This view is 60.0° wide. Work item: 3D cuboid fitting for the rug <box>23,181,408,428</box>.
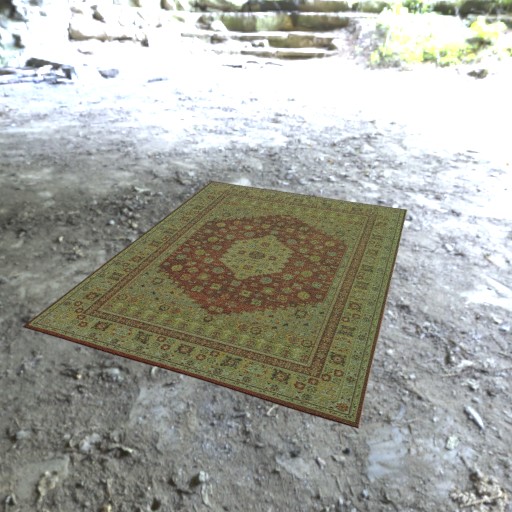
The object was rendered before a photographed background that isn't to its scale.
[{"bbox_3d":[0.000,0.000,4.014,2.387,0.013,3.053,11,32,18],"label":"rug"}]
